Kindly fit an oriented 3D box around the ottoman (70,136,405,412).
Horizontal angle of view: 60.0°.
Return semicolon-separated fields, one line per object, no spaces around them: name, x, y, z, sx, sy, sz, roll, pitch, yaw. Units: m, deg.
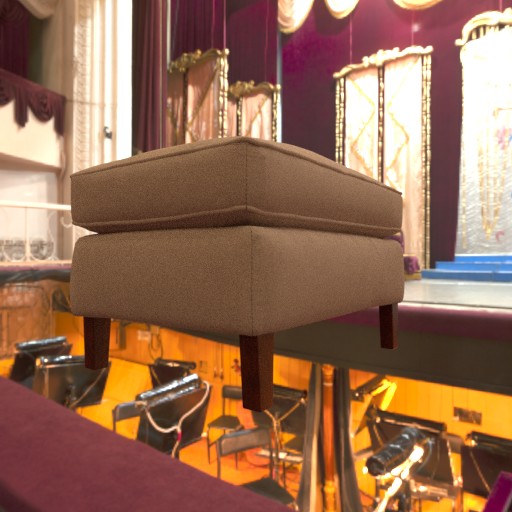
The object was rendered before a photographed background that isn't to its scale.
ottoman;0.000;0.000;1.001;0.501;0.456;0.665;0;0;37
